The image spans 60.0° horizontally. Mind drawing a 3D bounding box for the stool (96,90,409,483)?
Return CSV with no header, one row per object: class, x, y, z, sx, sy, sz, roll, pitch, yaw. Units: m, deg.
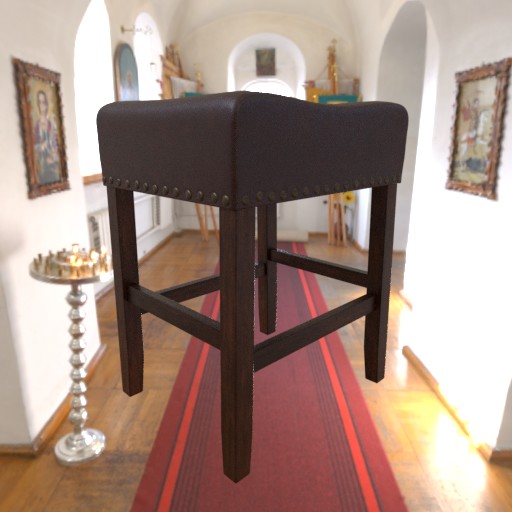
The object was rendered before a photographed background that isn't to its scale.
stool,0.000,0.000,0.922,0.465,0.608,0.397,-15,22,-42
